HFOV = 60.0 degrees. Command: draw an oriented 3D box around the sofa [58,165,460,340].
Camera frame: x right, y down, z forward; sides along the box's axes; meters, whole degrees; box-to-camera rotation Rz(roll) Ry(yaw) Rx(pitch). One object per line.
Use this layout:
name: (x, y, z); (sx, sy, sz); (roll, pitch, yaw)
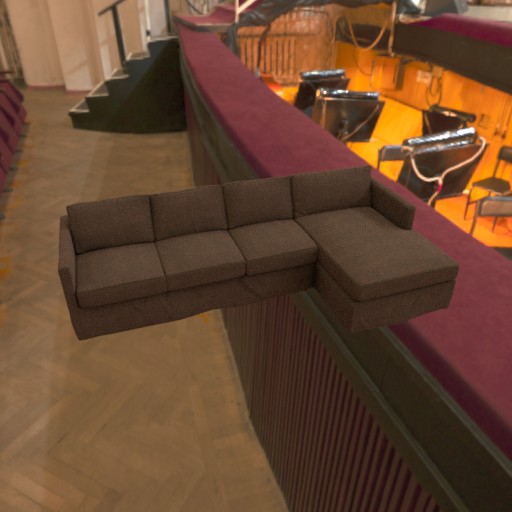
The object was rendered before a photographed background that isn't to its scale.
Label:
sofa: (0.000, 0.000, 3.950); (3.205, 0.922, 1.650); (-11, 34, -16)
